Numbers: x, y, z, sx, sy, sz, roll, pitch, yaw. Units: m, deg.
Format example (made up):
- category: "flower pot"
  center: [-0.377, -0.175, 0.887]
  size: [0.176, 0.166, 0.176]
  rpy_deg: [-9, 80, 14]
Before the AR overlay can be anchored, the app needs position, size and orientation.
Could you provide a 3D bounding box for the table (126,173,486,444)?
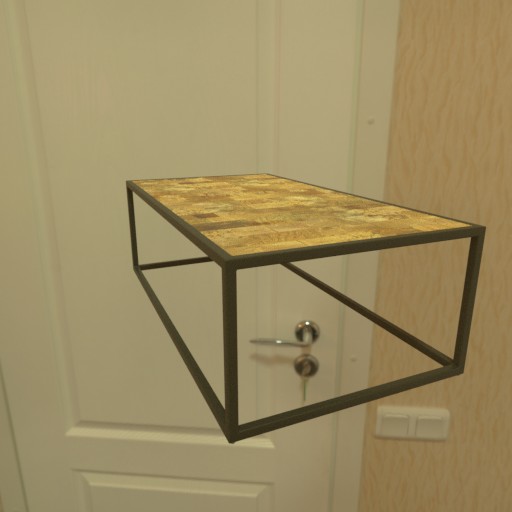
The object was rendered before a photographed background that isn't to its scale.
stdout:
- category: "table"
  center: [0.000, 0.000, 1.492]
  size: [0.649, 0.398, 1.199]
  rpy_deg: [-7, 18, -23]
